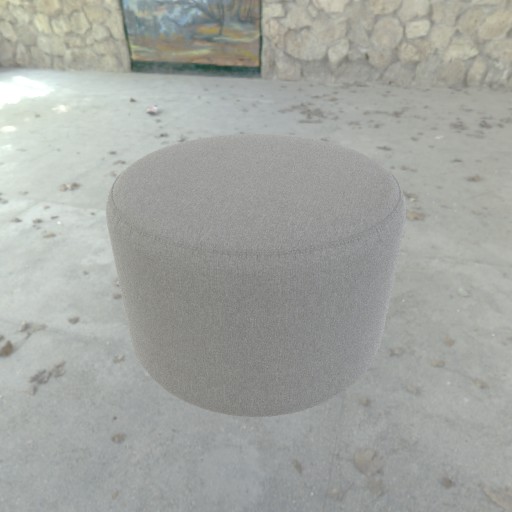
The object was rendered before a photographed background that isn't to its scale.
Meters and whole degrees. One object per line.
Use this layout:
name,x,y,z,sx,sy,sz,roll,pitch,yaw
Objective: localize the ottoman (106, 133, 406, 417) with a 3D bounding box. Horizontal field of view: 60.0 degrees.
ottoman,0.000,0.000,1.011,0.608,0.433,0.608,0,32,0
